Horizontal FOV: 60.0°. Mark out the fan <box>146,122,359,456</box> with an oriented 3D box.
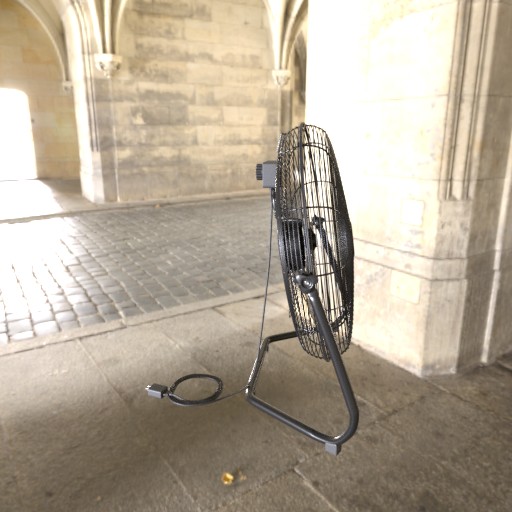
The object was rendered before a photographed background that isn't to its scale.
[{"bbox_3d":[0.000,0.000,1.046,0.470,0.605,0.595,3,16,9],"label":"fan"}]
